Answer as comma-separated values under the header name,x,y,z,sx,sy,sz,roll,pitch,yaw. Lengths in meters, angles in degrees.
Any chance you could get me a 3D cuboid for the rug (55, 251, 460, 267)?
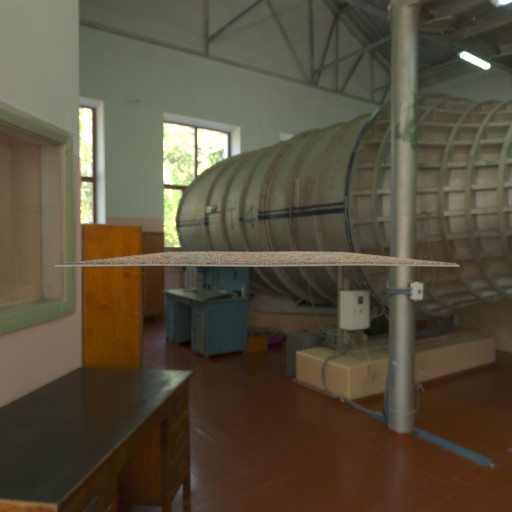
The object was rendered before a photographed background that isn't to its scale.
name,x,y,z,sx,sy,sz,roll,pitch,yaw
rug,0.000,0.000,3.882,2.158,0.024,3.063,0,2,0
